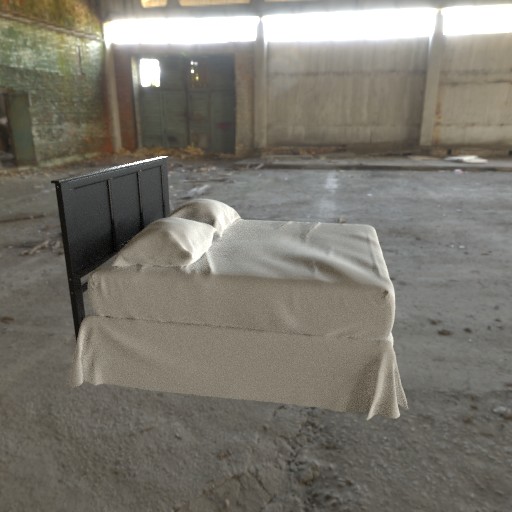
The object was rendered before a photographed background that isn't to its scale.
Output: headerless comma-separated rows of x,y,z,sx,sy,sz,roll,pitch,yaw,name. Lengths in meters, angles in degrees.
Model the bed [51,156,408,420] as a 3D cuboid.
0.000,0.000,3.259,2.050,1.270,1.870,3,18,10,bed
